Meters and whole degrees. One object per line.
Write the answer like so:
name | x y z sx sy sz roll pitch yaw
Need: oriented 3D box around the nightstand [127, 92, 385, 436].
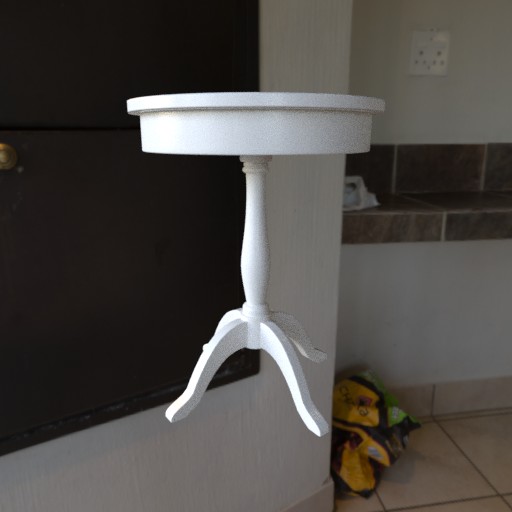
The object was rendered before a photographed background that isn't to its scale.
nightstand | 0.000 0.000 0.999 0.513 0.653 0.513 -8 17 -27
